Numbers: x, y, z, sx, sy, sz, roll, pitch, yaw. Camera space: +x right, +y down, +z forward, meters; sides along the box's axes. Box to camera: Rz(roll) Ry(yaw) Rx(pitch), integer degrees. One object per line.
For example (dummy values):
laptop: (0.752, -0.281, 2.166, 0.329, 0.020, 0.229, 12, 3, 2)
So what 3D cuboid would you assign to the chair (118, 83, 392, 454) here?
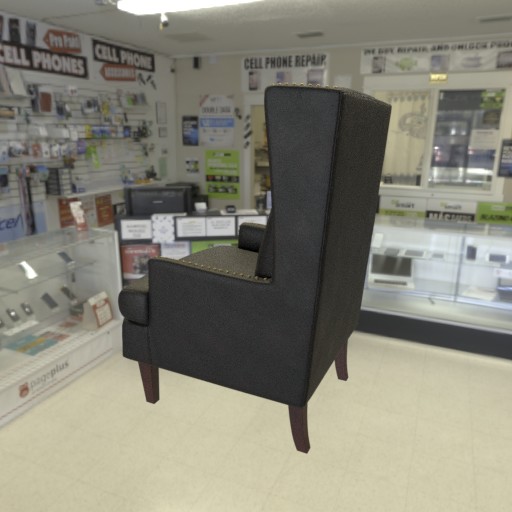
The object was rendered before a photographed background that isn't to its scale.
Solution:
chair: (0.000, 0.000, 1.666, 0.799, 1.142, 0.703, 8, 17, 25)
